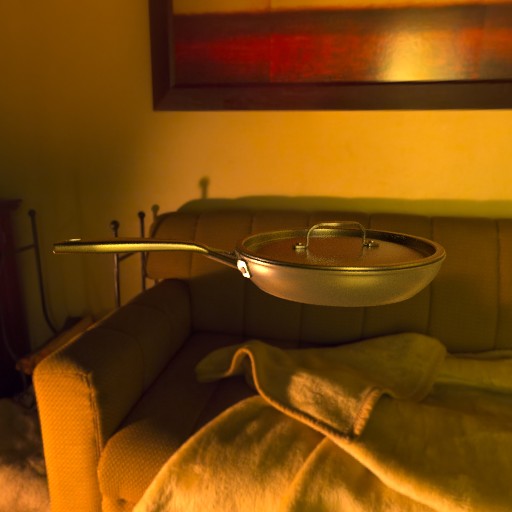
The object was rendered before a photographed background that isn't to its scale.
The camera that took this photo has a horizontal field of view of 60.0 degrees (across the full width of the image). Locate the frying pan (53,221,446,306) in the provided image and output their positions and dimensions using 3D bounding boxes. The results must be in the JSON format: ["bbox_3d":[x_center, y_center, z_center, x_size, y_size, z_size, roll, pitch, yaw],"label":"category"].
[{"bbox_3d":[0.000,0.000,0.580,0.490,0.086,0.272,-2,13,-9],"label":"frying pan"}]
